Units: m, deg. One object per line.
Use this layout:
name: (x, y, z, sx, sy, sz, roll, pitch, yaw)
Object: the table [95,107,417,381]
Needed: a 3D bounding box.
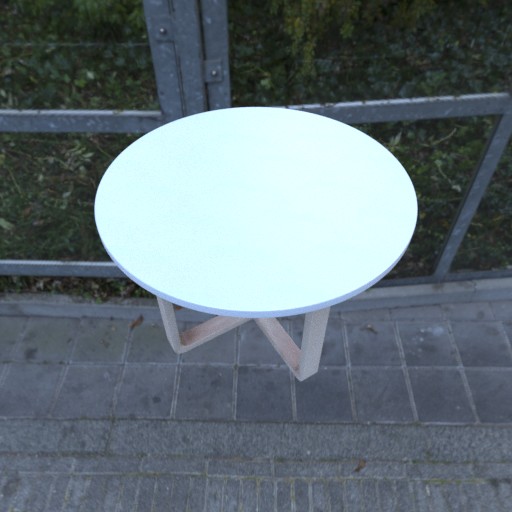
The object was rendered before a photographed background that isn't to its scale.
table: (0.000, 0.000, 0.993, 0.600, 0.400, 0.600, 0, 46, 0)
